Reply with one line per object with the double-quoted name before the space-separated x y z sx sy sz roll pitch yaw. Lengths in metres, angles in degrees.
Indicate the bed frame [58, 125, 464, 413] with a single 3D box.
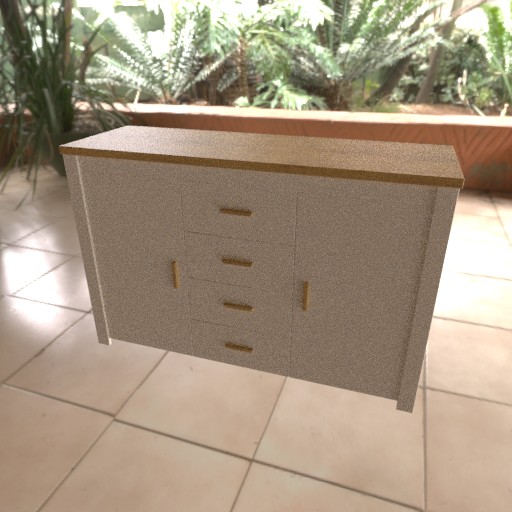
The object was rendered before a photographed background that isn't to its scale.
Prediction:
"bed frame" 0.000 0.000 1.723 1.300 0.850 0.430 8 27 16
